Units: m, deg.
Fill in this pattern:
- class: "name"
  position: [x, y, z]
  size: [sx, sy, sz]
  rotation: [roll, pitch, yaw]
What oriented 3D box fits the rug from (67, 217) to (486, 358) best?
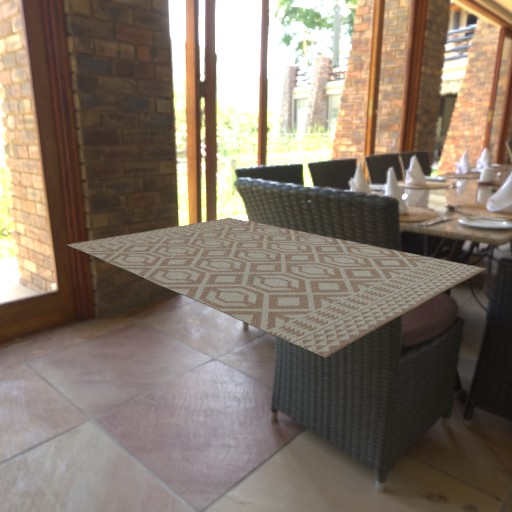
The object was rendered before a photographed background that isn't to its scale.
- class: "rug"
  position: [0.000, 0.000, 2.295]
  size: [1.219, 0.008, 1.829]
  rotation: [-14, 21, -42]
